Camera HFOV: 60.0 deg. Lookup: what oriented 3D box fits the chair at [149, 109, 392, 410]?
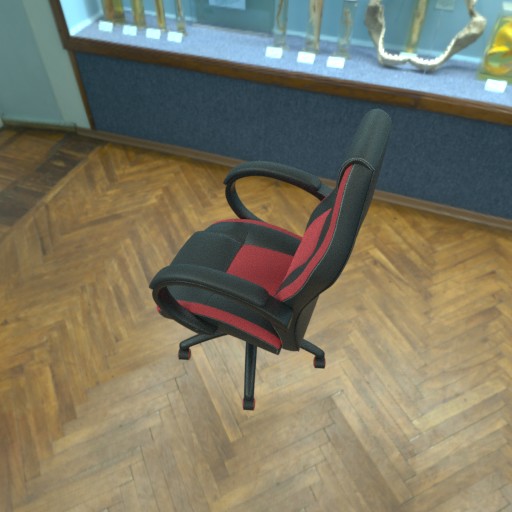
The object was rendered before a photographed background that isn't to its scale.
[{"bbox_3d":[0.000,0.000,1.650,0.724,1.187,0.673,16,49,14],"label":"chair"}]
